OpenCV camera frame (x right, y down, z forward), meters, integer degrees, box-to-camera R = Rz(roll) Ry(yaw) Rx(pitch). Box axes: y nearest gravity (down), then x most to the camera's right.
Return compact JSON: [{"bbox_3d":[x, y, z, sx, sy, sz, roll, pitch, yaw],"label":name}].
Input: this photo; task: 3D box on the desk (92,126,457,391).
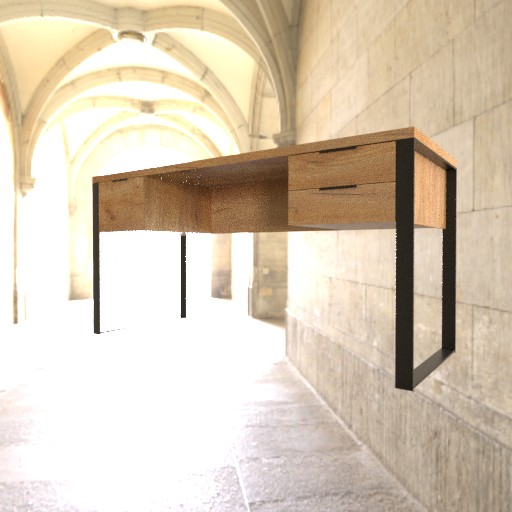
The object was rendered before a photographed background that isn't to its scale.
[{"bbox_3d":[0.000,0.000,1.949,1.520,0.760,0.600,1,1,35],"label":"desk"}]
